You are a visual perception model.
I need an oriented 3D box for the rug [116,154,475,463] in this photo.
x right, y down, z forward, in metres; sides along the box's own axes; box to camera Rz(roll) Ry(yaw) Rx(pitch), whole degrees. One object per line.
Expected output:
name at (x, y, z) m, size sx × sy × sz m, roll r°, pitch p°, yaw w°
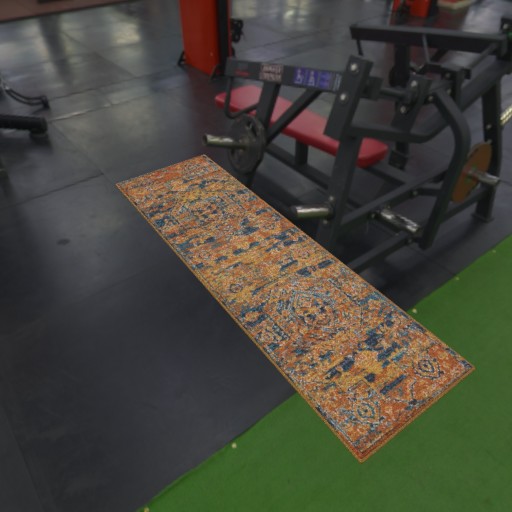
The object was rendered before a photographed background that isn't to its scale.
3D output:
rug at (0.000, 0.000, 1.951) m, size 0.556 × 0.013 × 1.820 m, roll -26°, pitch 48°, yaw -26°
